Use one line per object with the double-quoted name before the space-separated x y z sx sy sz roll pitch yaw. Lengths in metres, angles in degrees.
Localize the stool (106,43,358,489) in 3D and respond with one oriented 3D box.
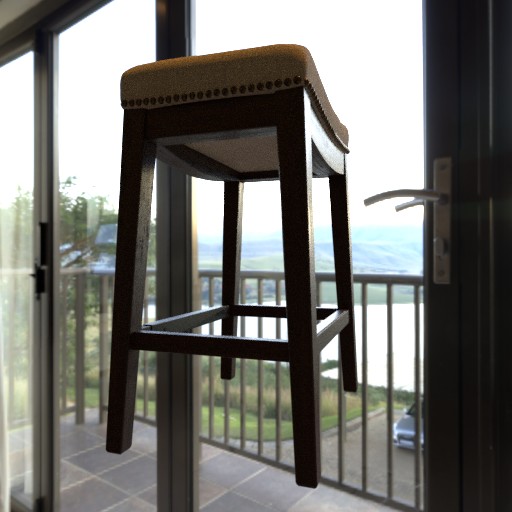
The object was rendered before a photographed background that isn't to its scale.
"stool" 0.000 0.000 0.931 0.363 0.669 0.509 0 0 19
